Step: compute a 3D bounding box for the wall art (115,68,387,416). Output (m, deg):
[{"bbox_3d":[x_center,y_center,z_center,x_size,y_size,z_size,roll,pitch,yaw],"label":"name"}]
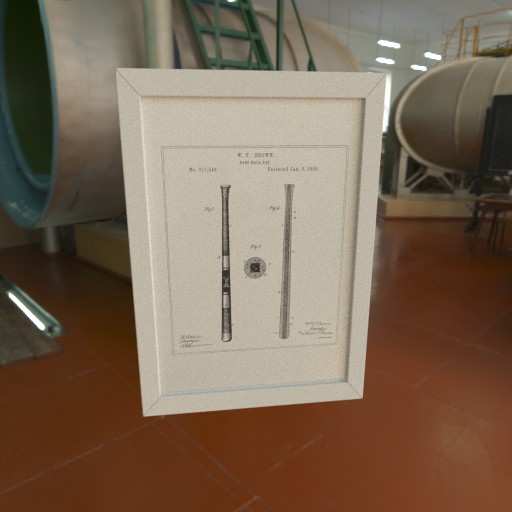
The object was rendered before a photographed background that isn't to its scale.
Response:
[{"bbox_3d":[0.000,0.000,0.682,0.374,0.529,0.012,-2,16,-8],"label":"wall art"}]
